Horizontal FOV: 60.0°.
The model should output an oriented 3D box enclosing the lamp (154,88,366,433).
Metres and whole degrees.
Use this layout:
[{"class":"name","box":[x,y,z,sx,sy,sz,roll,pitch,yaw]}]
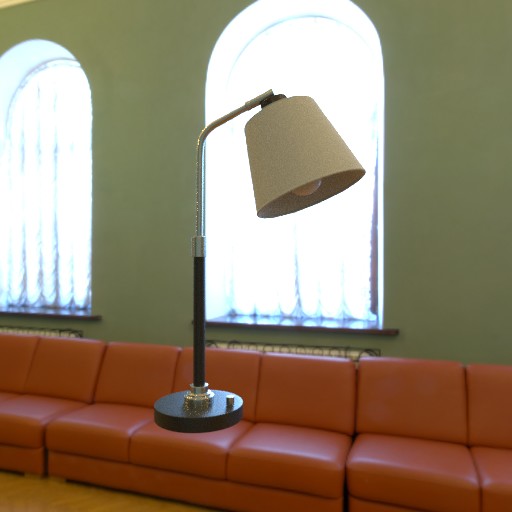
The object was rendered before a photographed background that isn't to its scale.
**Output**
[{"class":"lamp","box":[0.000,0.000,0.718,0.348,0.539,0.181,0,-1,17]}]
